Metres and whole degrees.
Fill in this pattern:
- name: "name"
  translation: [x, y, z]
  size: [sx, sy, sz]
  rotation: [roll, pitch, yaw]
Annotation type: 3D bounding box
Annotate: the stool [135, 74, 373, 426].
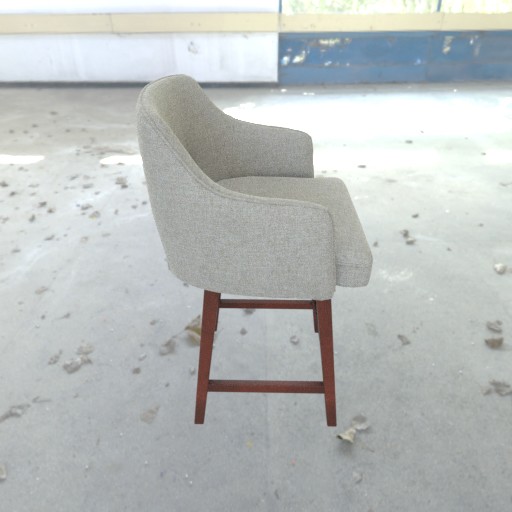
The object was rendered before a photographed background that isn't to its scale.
- name: "stool"
  translation: [0.000, 0.000, 1.297]
  size: [0.558, 0.944, 0.599]
  rotation: [1, 32, 1]
